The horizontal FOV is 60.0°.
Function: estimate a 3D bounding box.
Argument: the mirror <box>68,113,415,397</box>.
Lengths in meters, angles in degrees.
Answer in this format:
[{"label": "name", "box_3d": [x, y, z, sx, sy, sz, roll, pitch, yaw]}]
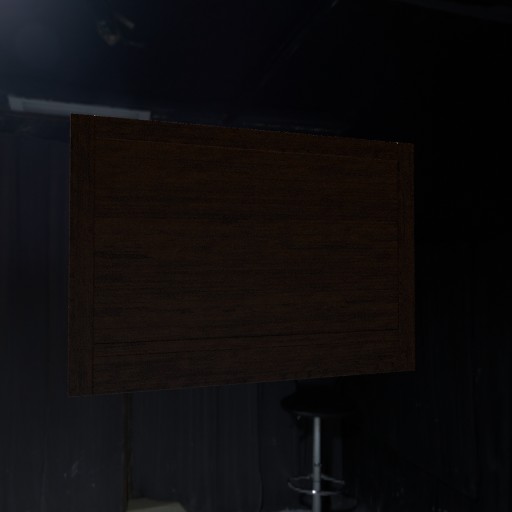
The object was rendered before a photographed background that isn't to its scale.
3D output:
[{"label": "mirror", "box_3d": [0.000, 0.000, 0.982, 0.758, 0.537, 0.084, 0, -1, -16]}]
